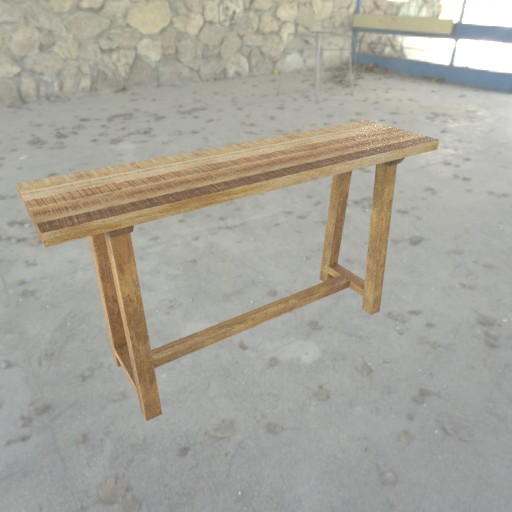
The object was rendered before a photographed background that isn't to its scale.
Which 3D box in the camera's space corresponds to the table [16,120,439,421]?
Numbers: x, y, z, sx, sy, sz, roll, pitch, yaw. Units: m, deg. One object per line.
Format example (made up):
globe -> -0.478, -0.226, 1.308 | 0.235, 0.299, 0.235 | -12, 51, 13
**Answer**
table -> 0.000, 0.000, 1.799 | 1.524, 0.810, 0.405 | -18, 35, -28
